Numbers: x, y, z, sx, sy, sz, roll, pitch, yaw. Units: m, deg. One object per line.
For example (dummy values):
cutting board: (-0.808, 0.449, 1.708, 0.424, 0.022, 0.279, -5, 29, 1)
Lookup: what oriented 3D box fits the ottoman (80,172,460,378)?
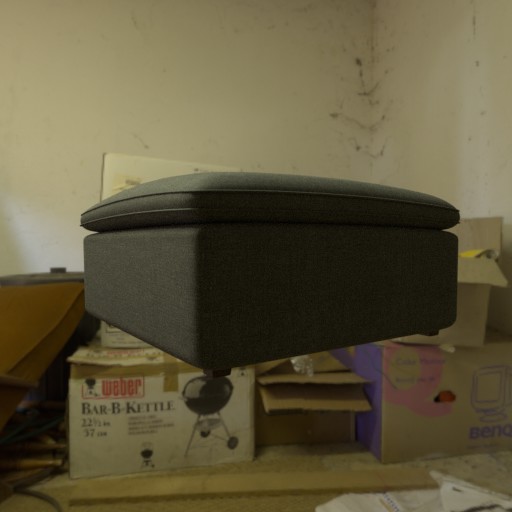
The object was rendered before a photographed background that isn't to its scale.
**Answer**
ottoman: (0.000, 0.000, 1.686, 1.067, 0.559, 1.067, -1, 2, -34)
